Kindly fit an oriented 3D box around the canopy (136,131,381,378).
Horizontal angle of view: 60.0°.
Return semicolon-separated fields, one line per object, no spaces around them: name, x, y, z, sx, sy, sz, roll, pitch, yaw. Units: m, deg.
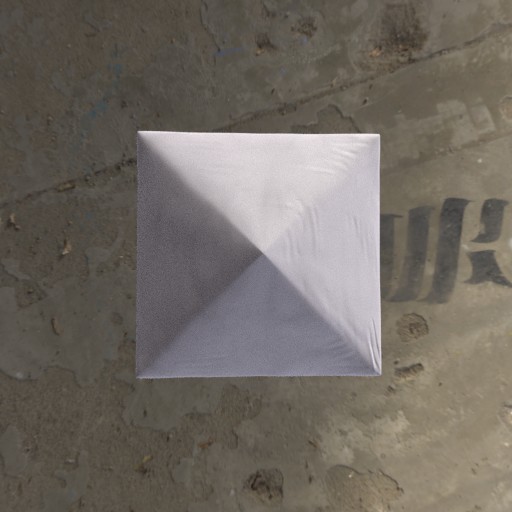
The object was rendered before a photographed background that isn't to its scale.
canopy;0.000;0.000;5.156;2.849;2.850;2.850;0;89;-2
